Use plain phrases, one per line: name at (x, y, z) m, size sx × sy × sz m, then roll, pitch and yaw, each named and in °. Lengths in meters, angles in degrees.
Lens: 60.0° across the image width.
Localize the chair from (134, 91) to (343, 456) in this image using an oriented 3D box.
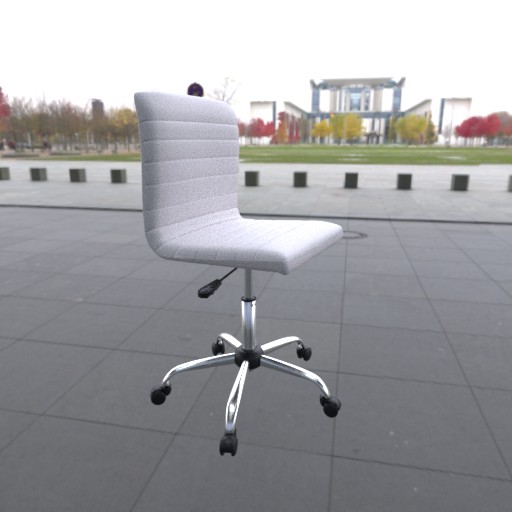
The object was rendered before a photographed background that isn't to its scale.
chair at (0.000, 0.000, 1.078) m, size 0.455 × 0.750 × 0.520 m, roll 7°, pitch 16°, yaw 26°
